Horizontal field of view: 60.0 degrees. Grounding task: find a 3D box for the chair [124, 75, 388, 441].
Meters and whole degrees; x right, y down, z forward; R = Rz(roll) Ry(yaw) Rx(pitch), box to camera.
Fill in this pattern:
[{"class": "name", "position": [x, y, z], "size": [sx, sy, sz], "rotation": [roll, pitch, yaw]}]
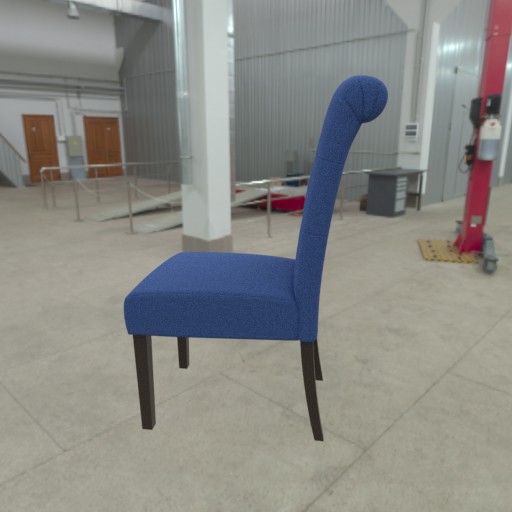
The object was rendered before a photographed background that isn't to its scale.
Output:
[{"class": "chair", "position": [0.000, 0.000, 1.362], "size": [0.671, 1.006, 0.456], "rotation": [2, 15, 8]}]
